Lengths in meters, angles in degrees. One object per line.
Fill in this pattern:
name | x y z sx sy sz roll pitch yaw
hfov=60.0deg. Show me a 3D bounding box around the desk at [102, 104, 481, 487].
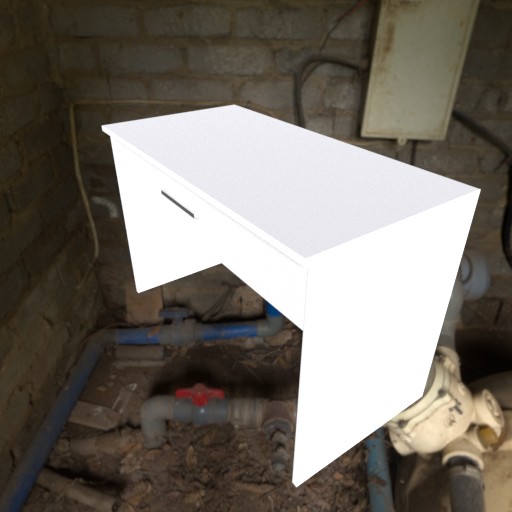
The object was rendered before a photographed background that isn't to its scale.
desk | 0.000 0.000 1.512 0.560 0.730 1.100 -20 37 -30
